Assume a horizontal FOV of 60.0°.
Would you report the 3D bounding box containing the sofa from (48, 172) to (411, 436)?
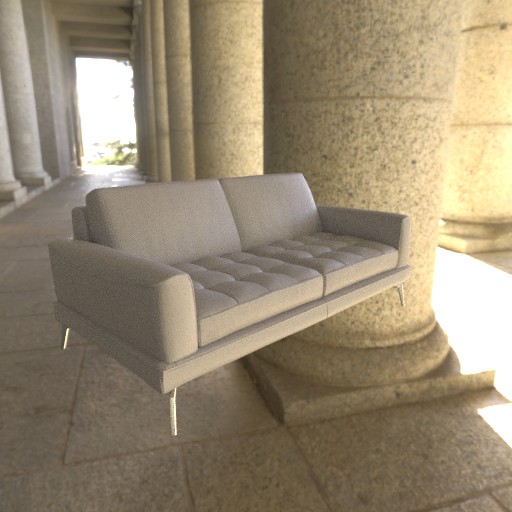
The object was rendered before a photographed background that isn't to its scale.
[{"bbox_3d":[0.000,0.000,2.786,1.121,0.930,2.177,14,20,43],"label":"sofa"}]
